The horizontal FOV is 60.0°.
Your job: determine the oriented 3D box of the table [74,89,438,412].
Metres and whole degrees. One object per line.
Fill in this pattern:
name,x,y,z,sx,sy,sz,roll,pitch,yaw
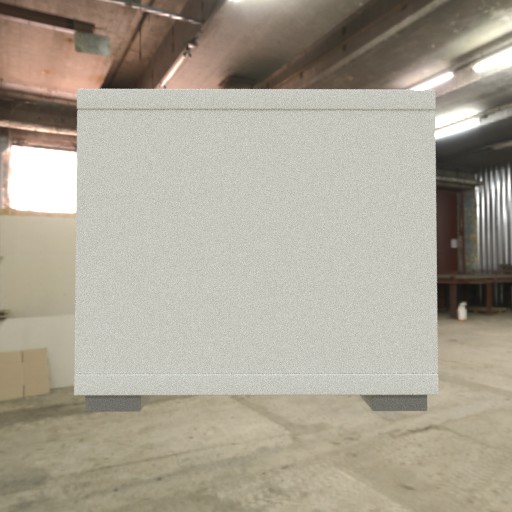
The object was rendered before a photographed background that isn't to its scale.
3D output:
table,0.000,0.000,0.745,0.399,0.357,0.517,0,-1,0
